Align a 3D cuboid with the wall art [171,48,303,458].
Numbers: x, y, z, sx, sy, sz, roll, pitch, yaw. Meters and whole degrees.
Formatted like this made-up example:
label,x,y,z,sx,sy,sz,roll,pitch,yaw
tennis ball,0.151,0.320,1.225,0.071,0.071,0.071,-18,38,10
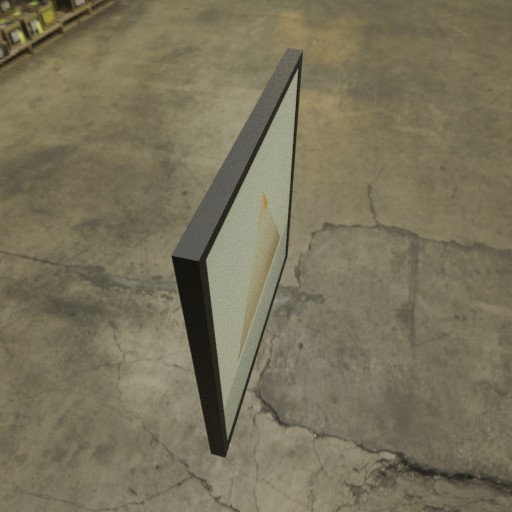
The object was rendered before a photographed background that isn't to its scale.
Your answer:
label,x,y,z,sx,sy,sz,roll,pitch,yaw
wall art,0.000,0.000,1.161,0.042,0.766,0.769,11,47,10
